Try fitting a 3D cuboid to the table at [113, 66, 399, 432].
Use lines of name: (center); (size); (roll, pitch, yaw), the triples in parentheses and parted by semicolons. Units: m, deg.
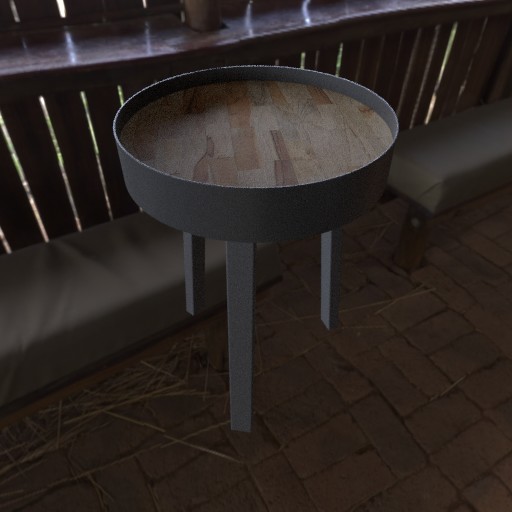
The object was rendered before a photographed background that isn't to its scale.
table: (0.000, 0.000, 0.834); (0.406, 0.559, 0.406); (0, 41, 0)
